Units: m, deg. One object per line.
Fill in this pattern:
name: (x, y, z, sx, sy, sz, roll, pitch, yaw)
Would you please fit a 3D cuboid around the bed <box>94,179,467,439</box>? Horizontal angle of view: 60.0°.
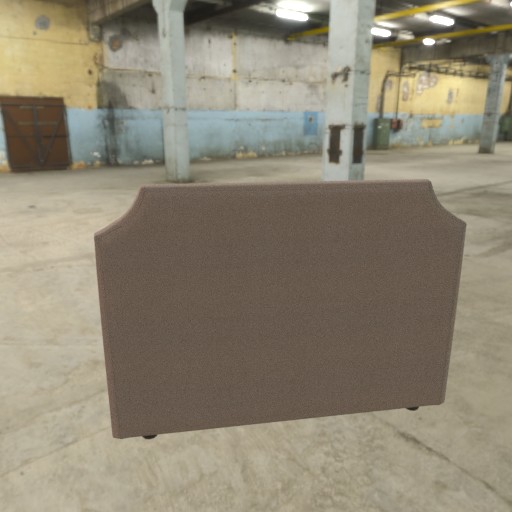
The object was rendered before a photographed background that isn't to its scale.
bed: (0.000, 0.000, 3.215, 1.828, 1.303, 2.164, -3, 16, -9)
